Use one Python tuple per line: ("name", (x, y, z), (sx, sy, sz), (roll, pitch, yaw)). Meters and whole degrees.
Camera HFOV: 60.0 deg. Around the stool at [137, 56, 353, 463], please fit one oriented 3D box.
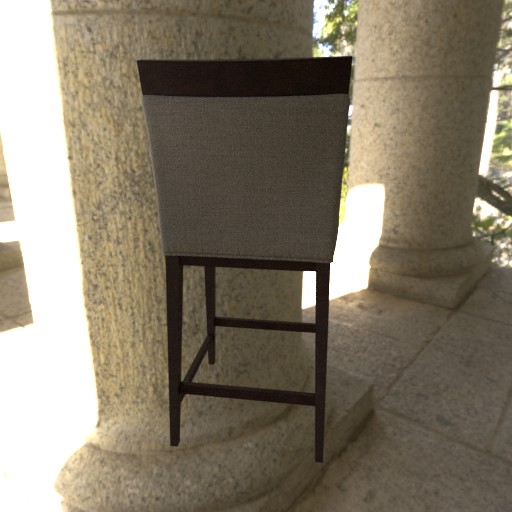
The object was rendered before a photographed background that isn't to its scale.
("stool", (0.000, 0.000, 1.413), (0.511, 1.117, 0.531), (3, 18, 8))
